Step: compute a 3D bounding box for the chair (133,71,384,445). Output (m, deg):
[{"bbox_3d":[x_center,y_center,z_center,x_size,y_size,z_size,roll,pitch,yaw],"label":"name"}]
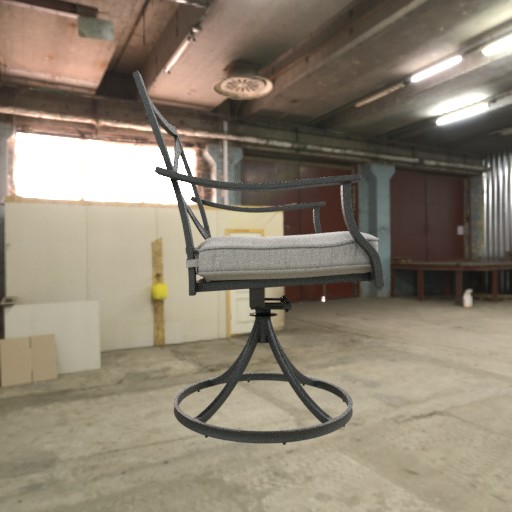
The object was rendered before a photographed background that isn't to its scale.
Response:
[{"bbox_3d":[0.000,0.000,1.302,0.620,0.889,0.575,0,0,0],"label":"chair"}]
